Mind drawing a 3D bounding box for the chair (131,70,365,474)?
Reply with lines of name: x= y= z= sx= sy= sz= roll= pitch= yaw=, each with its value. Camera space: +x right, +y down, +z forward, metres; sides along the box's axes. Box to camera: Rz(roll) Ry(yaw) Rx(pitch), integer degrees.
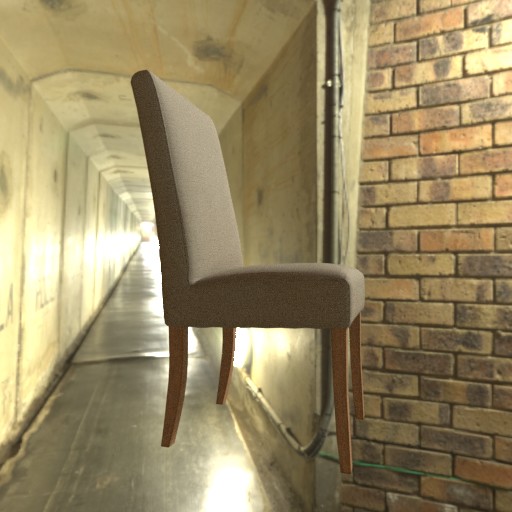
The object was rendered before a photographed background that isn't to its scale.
chair: x=0.000 y=0.000 z=1.337 sx=0.611 sy=1.033 sz=0.450 roll=0 pitch=-1 yaw=18
